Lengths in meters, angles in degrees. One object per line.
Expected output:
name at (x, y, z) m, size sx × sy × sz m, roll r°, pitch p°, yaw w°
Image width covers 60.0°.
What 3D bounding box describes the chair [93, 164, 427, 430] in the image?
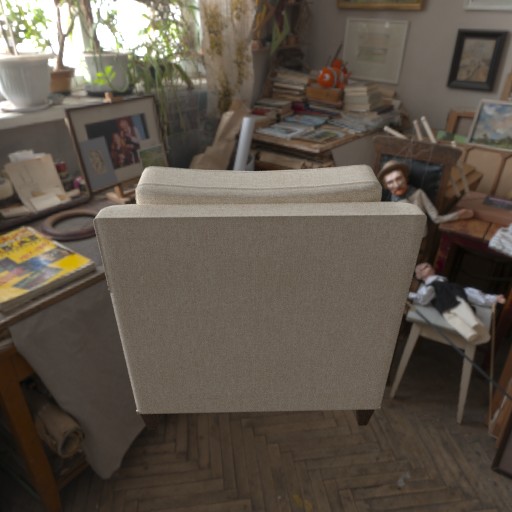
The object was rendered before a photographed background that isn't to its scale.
chair at (0.000, 0.000, 1.744) m, size 0.838 × 0.940 × 1.041 m, roll -1°, pitch 29°, yaw -1°
